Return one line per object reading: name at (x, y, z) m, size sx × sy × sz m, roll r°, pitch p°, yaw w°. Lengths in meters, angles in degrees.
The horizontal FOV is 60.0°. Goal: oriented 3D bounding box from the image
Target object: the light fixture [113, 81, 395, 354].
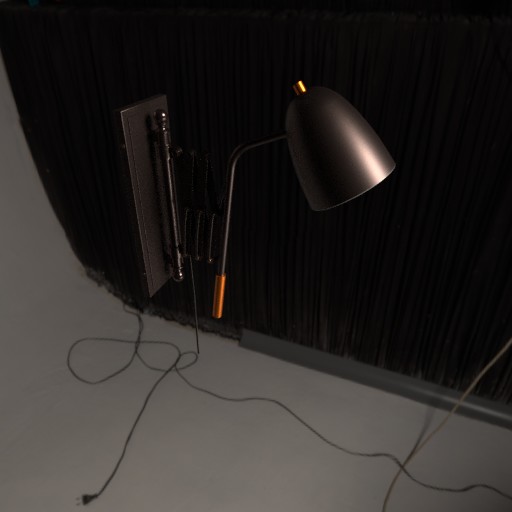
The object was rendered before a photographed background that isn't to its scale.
light fixture at (0.000, 0.000, 0.941) m, size 0.499 × 0.715 × 0.162 m, roll 12°, pitch 34°, yaw 19°
